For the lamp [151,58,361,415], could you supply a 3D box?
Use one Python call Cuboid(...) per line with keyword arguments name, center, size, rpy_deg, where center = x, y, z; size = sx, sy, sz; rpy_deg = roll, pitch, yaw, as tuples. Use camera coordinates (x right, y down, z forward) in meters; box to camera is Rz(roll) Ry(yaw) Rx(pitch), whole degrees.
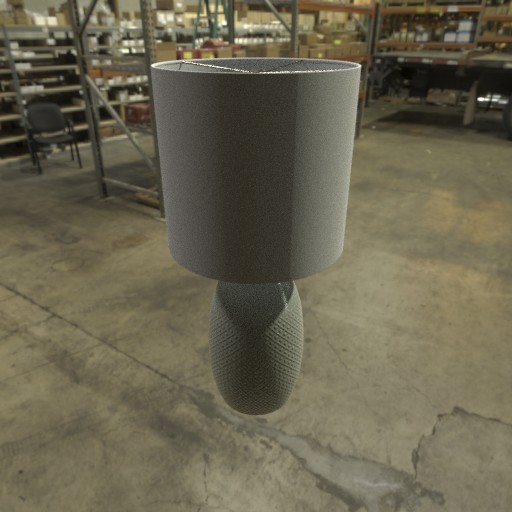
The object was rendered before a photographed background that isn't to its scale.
Cuboid(name="lamp", center=(0.000, 0.000, 0.568), size=(0.217, 0.453, 0.217), rpy_deg=(18, 32, 31))
